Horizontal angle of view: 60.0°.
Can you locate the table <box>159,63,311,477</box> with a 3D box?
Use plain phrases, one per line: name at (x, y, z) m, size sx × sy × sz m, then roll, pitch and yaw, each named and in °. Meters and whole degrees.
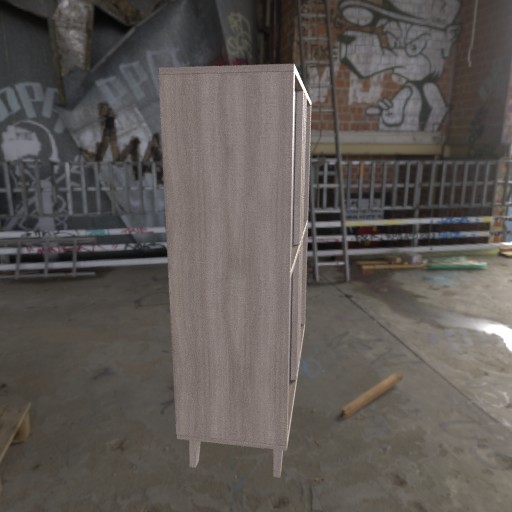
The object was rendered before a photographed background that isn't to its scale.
table at (0.000, 0.000, 1.963) m, size 0.398 × 1.388 × 1.111 m, roll 2°, pitch 14°, yaw 9°
